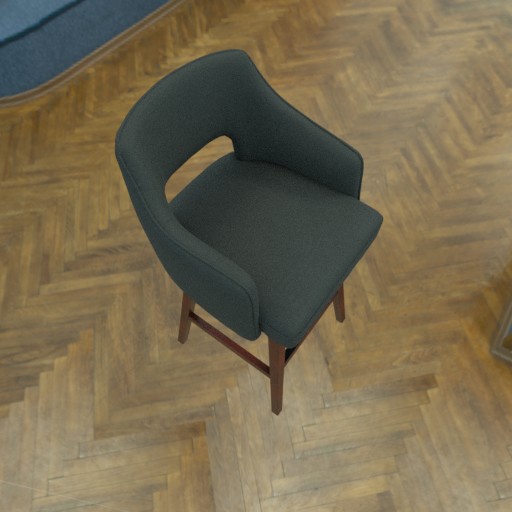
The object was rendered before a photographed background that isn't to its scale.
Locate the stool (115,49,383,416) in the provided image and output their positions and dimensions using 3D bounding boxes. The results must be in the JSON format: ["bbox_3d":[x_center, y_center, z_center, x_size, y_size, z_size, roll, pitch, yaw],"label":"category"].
[{"bbox_3d":[0.000,0.000,1.348,0.558,1.012,0.548,32,63,19],"label":"stool"}]
